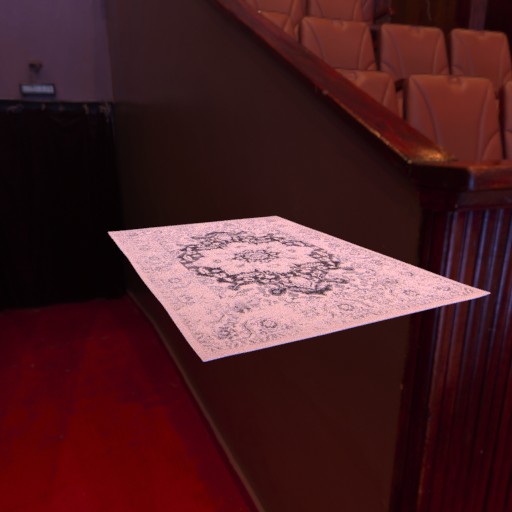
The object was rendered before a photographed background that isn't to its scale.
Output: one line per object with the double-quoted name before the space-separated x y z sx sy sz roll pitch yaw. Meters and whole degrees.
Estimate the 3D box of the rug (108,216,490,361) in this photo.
"rug" 0.000 0.000 2.305 1.223 0.008 1.813 -8 18 -25
